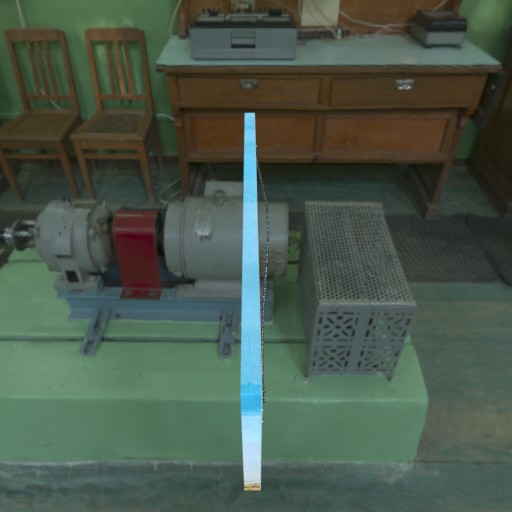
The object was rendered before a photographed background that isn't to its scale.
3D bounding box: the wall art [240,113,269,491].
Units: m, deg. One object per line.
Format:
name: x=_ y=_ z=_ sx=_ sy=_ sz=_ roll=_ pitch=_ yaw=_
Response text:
wall art: x=0.000 y=0.000 z=0.852 sx=0.044 sy=0.254 sz=0.759 roll=0 pitch=41 yaw=-1
